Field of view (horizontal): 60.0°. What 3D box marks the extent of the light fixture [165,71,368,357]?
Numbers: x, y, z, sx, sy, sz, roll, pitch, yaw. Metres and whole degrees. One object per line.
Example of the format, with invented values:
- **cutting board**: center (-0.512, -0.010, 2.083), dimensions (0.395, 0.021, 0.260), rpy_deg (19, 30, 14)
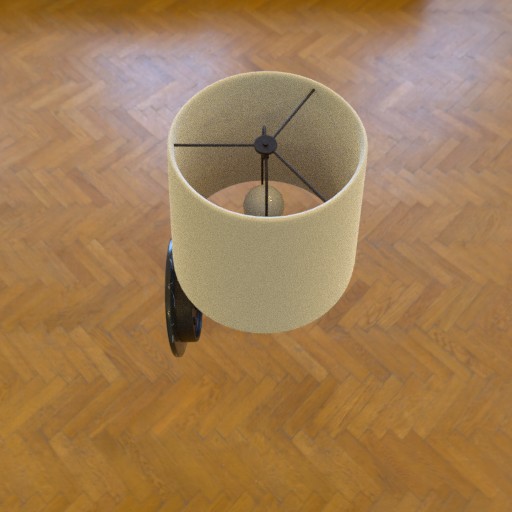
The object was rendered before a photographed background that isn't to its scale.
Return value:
- **light fixture**: center (0.000, 0.000, 0.438), dimensions (0.188, 0.337, 0.168), rpy_deg (-1, 63, -1)
